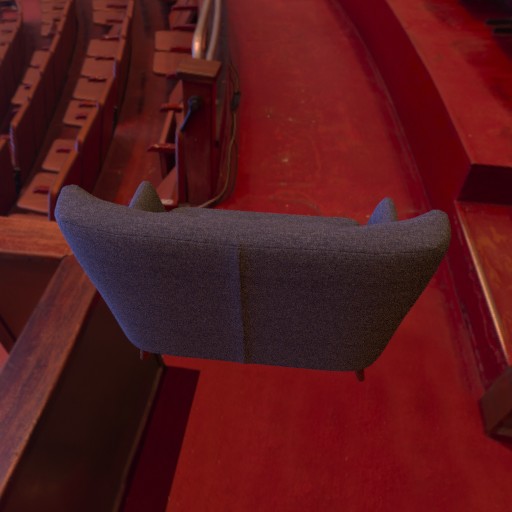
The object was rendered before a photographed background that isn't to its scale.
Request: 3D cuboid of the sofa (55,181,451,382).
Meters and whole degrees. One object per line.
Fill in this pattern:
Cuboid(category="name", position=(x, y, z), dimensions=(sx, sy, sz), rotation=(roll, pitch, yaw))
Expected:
Cuboid(category="sofa", position=(0.000, 0.000, 2.032), dimensions=(1.358, 1.028, 0.874), rotation=(5, 46, 4))
